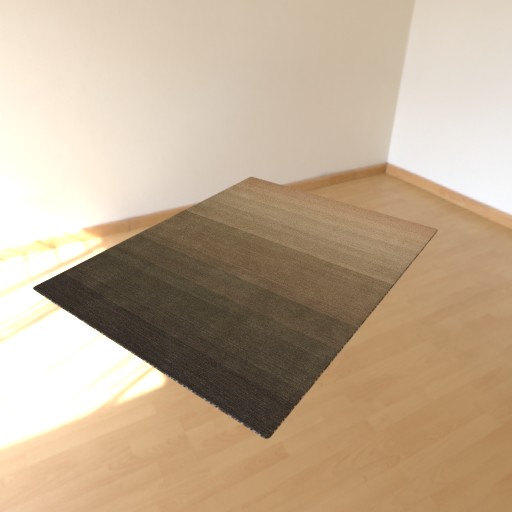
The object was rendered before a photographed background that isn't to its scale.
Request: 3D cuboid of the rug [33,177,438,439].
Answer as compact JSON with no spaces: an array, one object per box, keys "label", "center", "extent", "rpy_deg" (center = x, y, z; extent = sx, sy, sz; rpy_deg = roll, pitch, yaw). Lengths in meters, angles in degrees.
[{"label":"rug","center":[0.000,0.000,3.929],"extent":[2.306,0.017,2.902],"rpy_deg":[21,38,30]}]
